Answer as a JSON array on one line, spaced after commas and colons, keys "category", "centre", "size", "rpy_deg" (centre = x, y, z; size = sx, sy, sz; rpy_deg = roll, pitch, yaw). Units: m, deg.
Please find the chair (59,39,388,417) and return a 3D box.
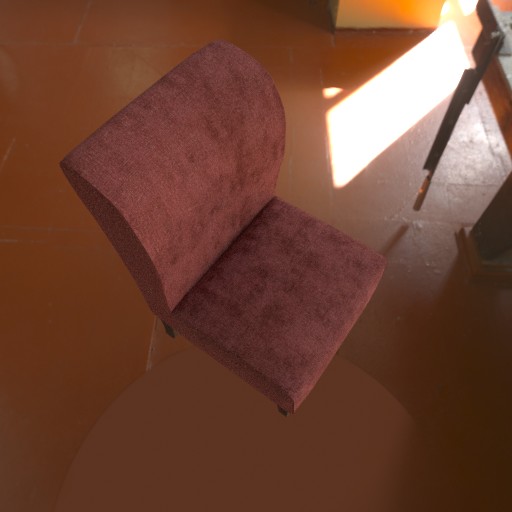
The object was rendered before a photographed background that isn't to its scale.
[{"category": "chair", "centre": [0.000, 0.000, 1.259], "size": [0.640, 0.846, 0.538], "rpy_deg": [32, 63, 18]}]
